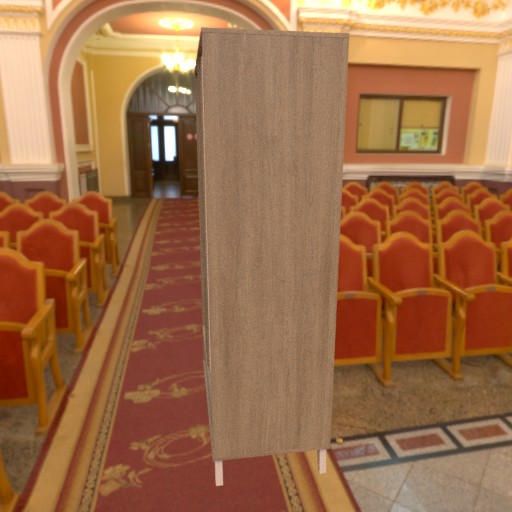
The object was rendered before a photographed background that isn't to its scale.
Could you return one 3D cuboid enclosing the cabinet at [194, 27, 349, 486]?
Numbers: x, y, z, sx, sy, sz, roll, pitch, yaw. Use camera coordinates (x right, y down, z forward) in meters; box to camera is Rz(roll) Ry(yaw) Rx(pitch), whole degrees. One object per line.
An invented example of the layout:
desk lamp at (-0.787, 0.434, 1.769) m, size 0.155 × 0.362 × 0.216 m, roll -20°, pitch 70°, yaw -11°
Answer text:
cabinet at (0.000, 0.000, 2.393) m, size 0.571 × 1.999 × 1.006 m, roll -2°, pitch 14°, yaw -9°
